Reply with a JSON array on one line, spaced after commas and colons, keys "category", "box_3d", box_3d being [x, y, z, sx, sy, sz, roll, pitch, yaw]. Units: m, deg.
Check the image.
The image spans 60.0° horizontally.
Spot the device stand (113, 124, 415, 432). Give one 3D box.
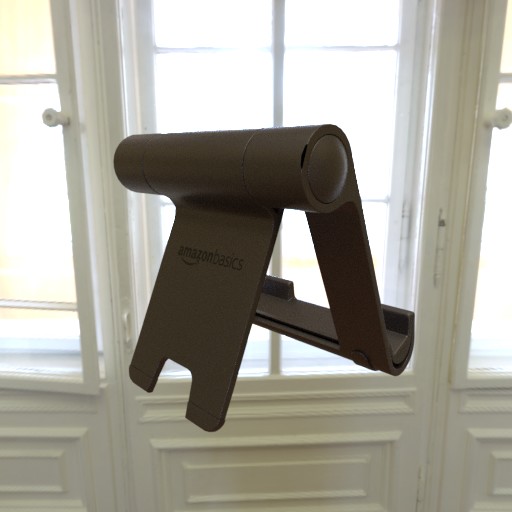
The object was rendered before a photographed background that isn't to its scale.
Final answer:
[{"category": "device stand", "box_3d": [0.000, 0.000, 0.155, 0.088, 0.084, 0.079, 12, 18, 43]}]
